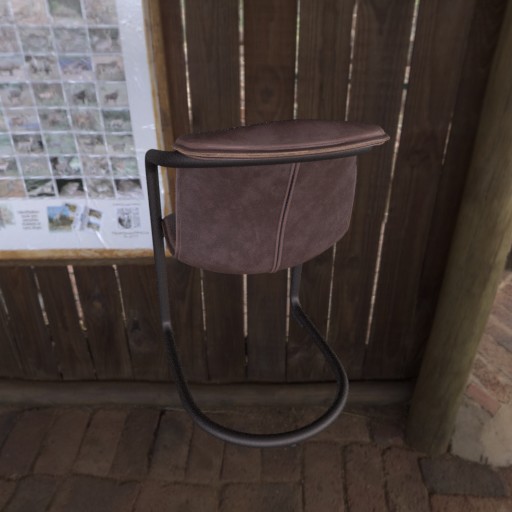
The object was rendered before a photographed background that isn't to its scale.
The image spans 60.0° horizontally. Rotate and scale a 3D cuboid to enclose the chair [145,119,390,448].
[{"bbox_3d":[0.000,0.000,1.273,0.536,0.836,0.664,-9,28,-16],"label":"chair"}]
